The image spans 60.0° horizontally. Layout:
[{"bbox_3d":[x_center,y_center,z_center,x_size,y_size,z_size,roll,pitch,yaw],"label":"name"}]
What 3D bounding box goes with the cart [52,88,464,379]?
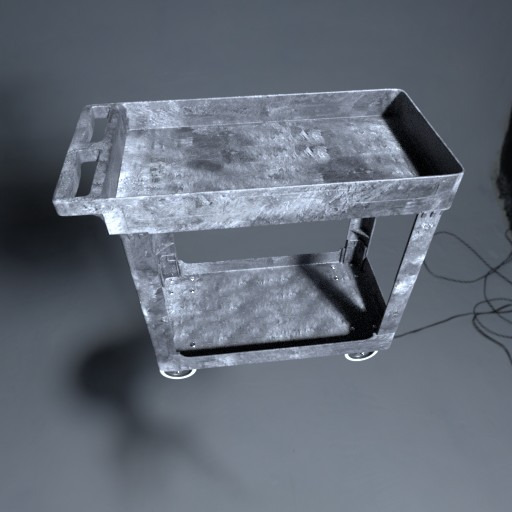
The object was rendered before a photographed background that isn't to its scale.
[{"bbox_3d":[0.000,0.000,1.356,0.877,0.824,0.420,-5,46,-5],"label":"cart"}]
